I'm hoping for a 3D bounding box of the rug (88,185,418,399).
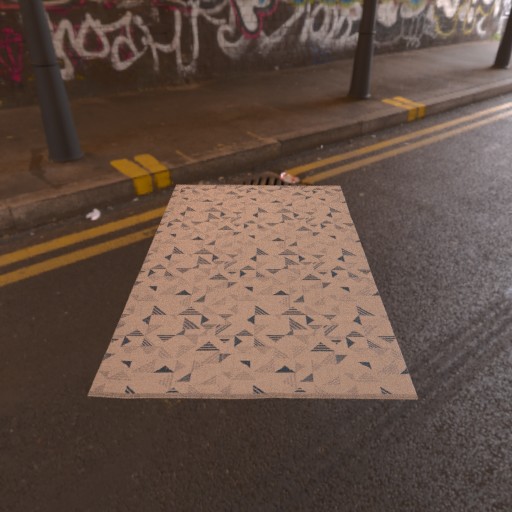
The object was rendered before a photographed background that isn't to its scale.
[{"bbox_3d":[0.000,0.000,3.055,1.512,0.009,2.457,0,32,1],"label":"rug"}]
